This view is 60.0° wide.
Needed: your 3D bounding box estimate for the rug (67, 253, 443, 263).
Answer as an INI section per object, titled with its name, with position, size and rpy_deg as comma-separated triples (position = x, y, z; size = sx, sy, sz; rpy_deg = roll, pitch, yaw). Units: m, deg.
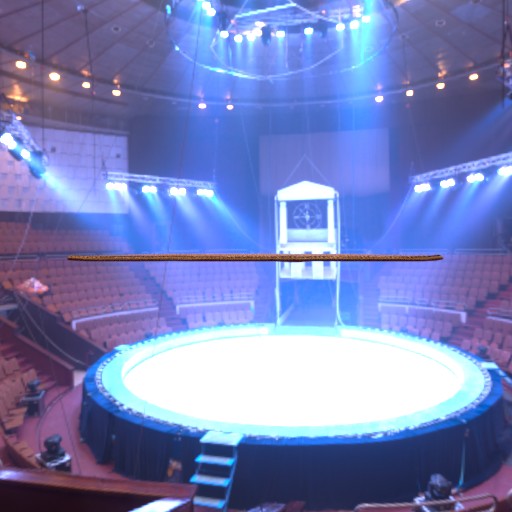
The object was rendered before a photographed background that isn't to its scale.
[rug]
position = 0.000, 0.000, 2.998
size = 1.521, 0.034, 2.438
rpy_deg = 0, 1, 0
